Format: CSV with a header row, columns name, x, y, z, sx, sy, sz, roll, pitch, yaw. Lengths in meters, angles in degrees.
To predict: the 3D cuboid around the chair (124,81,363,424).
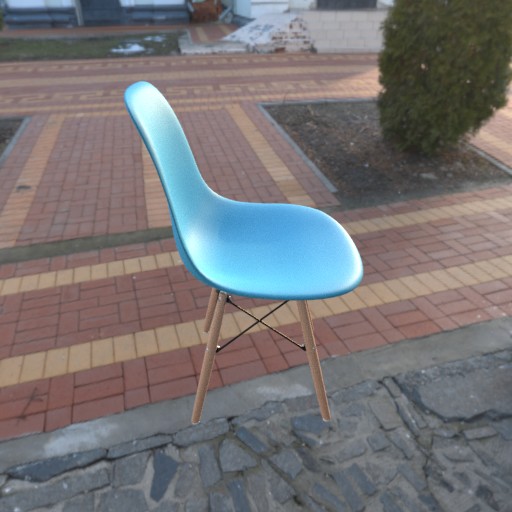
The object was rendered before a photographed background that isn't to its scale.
name,x,y,z,sx,sy,sz,roll,pitch,yaw
chair,0.000,0.000,1.139,0.531,0.826,0.470,0,31,-1
